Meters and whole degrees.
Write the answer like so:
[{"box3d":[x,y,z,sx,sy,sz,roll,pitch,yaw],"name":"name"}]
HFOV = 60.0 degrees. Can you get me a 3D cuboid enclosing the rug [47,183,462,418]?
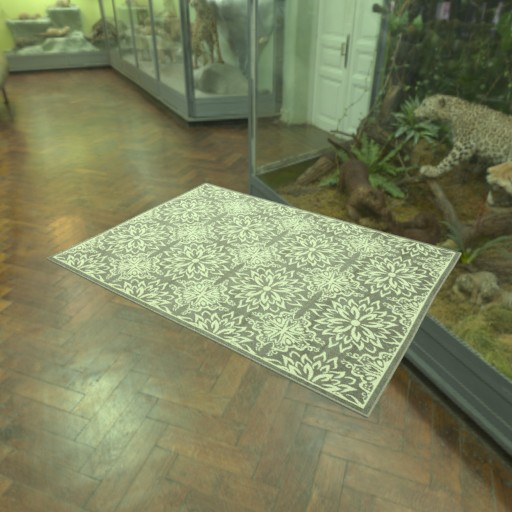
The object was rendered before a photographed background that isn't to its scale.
[{"box3d":[0.000,0.000,2.913,2.213,0.014,1.608,19,36,29],"name":"rug"}]
